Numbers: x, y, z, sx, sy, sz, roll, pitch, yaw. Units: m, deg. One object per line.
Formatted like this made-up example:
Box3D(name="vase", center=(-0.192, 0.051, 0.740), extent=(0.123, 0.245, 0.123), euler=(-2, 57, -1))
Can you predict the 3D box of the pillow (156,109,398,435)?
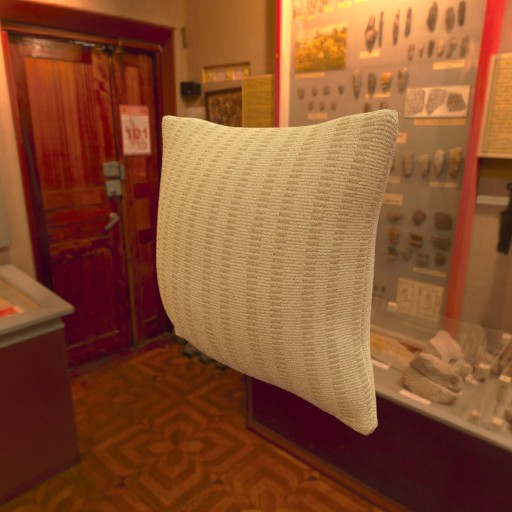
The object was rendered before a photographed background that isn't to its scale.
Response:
Box3D(name="pillow", center=(0.000, 0.000, 0.681), extent=(0.438, 0.419, 0.247), euler=(15, 22, 42))
